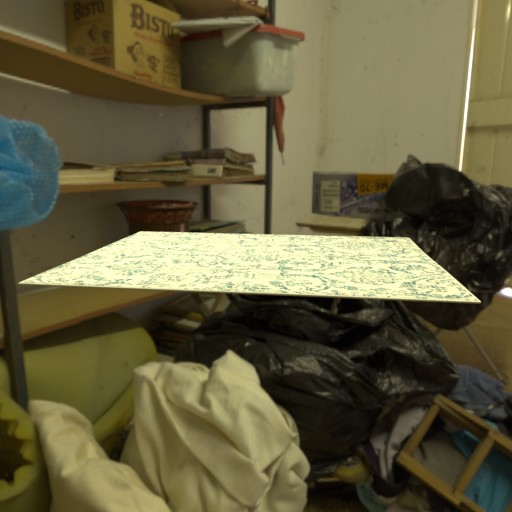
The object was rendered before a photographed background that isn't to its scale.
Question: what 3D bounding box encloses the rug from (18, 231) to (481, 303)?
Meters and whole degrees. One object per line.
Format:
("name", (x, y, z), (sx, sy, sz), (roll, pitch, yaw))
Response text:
("rug", (0.000, 0.000, 2.840), (2.197, 0.014, 1.586), (2, 13, 8))
